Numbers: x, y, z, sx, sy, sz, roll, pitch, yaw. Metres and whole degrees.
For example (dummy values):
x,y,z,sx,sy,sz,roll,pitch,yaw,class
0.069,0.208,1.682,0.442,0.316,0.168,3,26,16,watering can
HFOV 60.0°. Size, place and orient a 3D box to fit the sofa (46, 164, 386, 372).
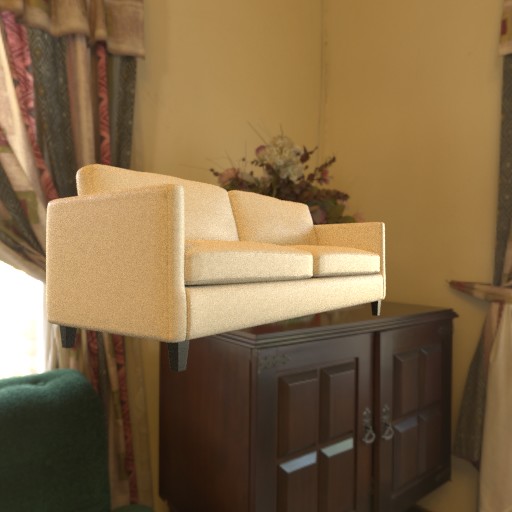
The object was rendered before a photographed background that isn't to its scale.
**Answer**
x,y,z,sx,sy,sz,roll,pitch,yaw,class
0.000,0.000,2.976,0.948,0.965,2.434,0,-1,36,sofa
